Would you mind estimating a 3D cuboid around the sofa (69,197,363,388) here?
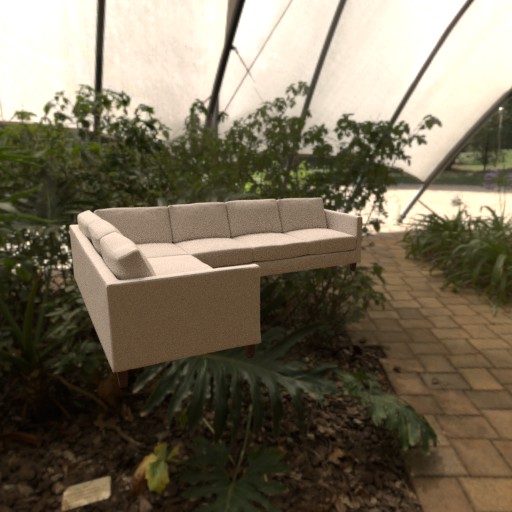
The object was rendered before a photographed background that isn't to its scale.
[{"bbox_3d":[0.000,0.000,4.359,3.182,0.863,2.432,-7,15,-26],"label":"sofa"}]
